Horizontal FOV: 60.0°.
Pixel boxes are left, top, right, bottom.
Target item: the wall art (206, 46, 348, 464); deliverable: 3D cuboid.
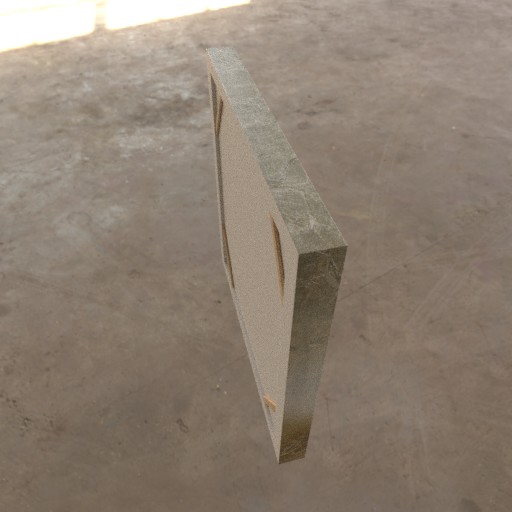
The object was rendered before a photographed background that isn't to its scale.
[{"bbox_3d":[0.000,0.000,0.606,0.038,0.407,0.405,-10,46,-10],"label":"wall art"}]
